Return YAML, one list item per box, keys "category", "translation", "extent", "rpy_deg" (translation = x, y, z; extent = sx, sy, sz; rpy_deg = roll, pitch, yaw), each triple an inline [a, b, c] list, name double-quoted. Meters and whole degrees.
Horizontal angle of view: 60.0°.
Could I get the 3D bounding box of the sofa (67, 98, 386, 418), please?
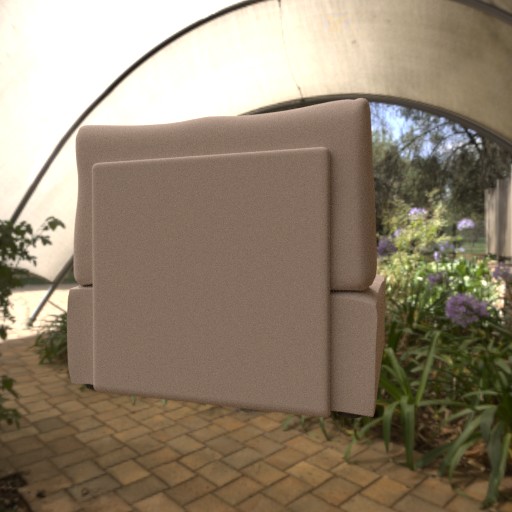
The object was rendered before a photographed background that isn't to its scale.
- category: "sofa"
  translation: [0.000, 0.000, 1.689]
  extent: [0.935, 0.828, 1.000]
  rpy_deg: [0, 1, 18]
